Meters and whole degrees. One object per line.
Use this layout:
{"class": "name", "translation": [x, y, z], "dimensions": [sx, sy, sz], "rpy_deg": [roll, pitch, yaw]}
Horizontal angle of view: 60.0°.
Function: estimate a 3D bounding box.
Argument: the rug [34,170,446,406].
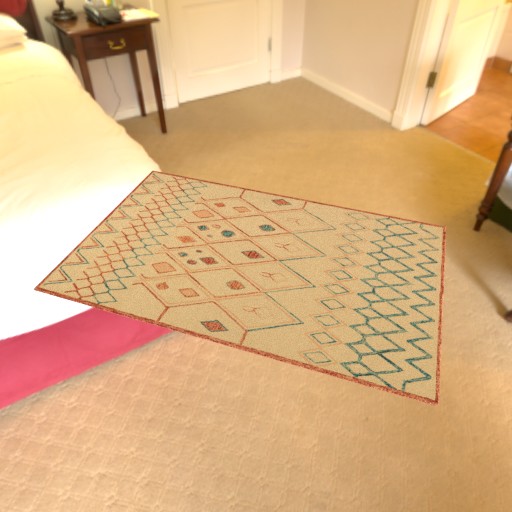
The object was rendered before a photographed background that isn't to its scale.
{"class": "rug", "translation": [0.000, 0.000, 3.026], "dimensions": [2.438, 0.015, 1.524], "rpy_deg": [13, 43, 14]}
